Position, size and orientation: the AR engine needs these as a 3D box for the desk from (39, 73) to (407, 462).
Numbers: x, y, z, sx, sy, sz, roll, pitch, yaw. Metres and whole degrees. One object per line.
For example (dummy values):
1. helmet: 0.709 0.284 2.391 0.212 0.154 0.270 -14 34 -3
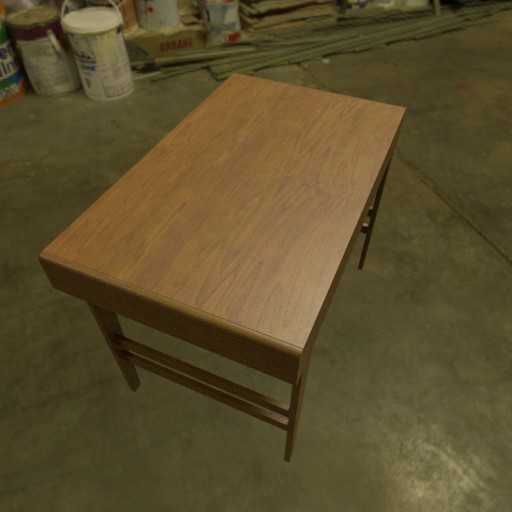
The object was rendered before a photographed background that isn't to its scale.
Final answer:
1. desk: 0.000 0.000 1.555 0.660 0.754 1.066 18 49 16
